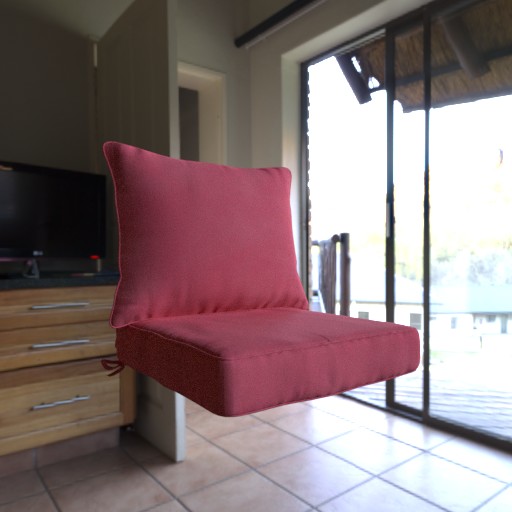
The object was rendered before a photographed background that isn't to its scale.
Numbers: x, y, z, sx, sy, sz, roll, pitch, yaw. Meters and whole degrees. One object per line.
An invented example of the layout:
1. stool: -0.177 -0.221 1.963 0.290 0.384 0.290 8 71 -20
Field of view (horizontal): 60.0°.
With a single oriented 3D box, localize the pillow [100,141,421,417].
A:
1. pillow: 0.000 0.000 1.375 0.798 0.725 0.733 0 0 -36
